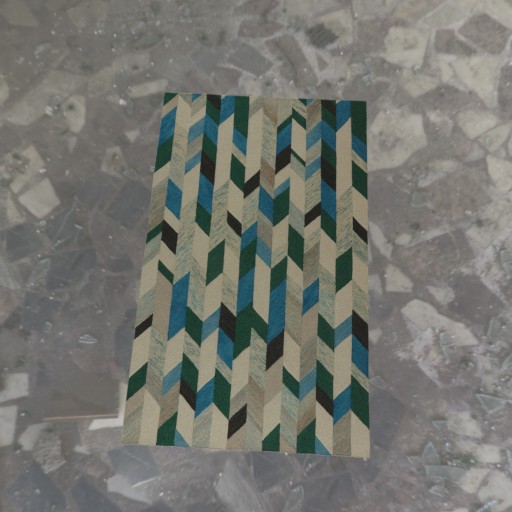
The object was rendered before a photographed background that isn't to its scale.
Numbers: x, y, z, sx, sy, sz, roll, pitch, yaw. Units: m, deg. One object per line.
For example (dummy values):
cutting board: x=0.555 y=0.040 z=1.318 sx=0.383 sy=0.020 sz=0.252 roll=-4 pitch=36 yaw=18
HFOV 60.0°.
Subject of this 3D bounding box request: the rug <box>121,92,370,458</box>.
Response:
rug: x=0.000 y=0.000 z=2.970 sx=1.507 sy=0.007 sz=2.433 roll=3 pitch=76 yaw=1
